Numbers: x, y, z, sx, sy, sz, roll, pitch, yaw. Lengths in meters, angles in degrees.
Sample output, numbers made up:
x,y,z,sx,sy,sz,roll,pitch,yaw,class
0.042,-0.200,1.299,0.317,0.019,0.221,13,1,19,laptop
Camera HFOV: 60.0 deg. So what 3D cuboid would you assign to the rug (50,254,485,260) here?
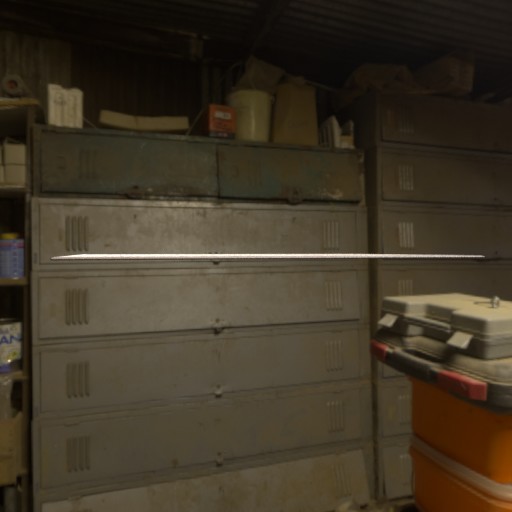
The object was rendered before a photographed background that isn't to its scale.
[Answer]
x,y,z,sx,sy,sz,roll,pitch,yaw,class
0.000,0.000,2.365,1.847,0.012,1.224,0,1,-17,rug
